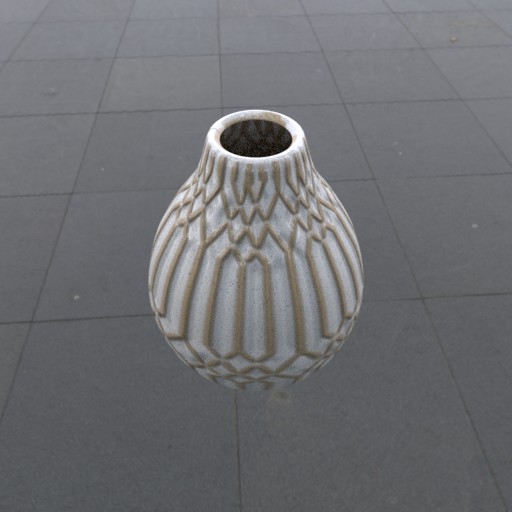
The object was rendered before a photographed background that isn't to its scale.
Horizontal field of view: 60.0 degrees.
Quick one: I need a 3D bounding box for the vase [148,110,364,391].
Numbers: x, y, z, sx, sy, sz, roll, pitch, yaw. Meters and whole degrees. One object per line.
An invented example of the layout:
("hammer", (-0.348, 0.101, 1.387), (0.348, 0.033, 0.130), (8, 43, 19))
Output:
("vase", (0.000, 0.000, 0.318), (0.159, 0.200, 0.159), (0, 47, 0))
